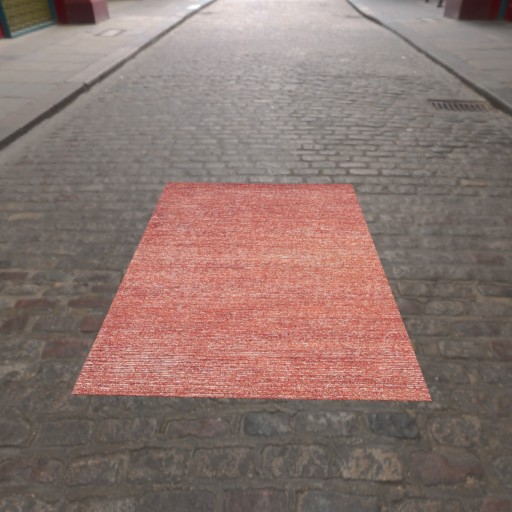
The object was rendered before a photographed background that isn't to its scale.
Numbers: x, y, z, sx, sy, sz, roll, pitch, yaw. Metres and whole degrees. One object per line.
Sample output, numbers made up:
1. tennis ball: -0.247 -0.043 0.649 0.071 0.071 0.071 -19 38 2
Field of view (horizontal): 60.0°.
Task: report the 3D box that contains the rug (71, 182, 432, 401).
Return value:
1. rug: 0.000 0.000 5.077 2.803 0.025 3.965 1 34 1
